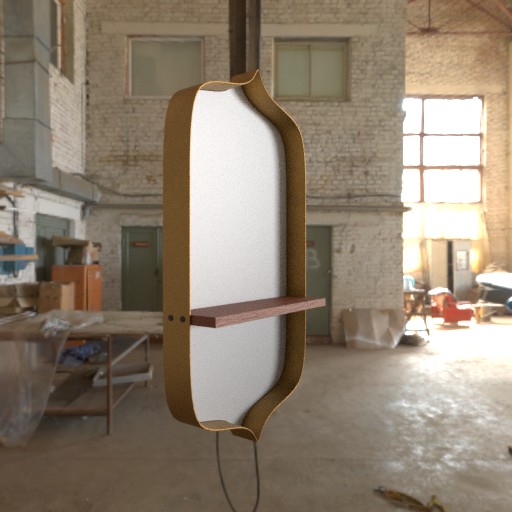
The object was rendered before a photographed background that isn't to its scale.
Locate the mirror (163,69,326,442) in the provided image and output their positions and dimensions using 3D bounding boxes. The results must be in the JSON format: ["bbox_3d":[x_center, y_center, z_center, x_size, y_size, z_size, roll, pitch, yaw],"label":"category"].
[{"bbox_3d":[0.000,0.000,0.730,0.096,0.613,0.323,0,0,35],"label":"mirror"}]
